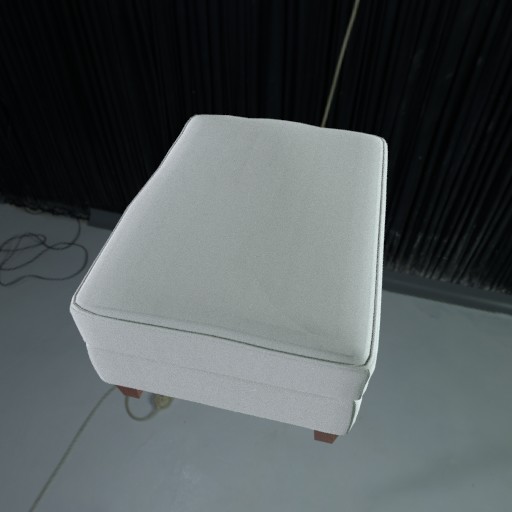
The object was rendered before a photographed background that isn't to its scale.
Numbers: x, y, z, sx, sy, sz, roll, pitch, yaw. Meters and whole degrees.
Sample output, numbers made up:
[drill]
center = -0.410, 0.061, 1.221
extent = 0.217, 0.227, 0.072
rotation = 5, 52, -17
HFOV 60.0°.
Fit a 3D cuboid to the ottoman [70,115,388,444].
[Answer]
[ottoman]
center = 0.000, 0.000, 1.233
extent = 0.634, 0.479, 0.818
rotation = 10, 47, 9
